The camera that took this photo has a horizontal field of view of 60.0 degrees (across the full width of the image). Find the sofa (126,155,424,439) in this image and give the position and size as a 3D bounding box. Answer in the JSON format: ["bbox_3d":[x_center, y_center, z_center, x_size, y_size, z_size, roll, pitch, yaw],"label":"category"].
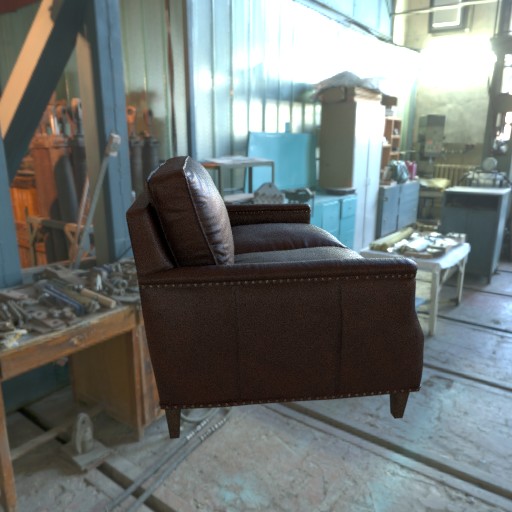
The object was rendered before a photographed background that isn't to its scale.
[{"bbox_3d":[0.000,0.000,2.293,1.083,1.003,1.628,-2,15,-8],"label":"sofa"}]
